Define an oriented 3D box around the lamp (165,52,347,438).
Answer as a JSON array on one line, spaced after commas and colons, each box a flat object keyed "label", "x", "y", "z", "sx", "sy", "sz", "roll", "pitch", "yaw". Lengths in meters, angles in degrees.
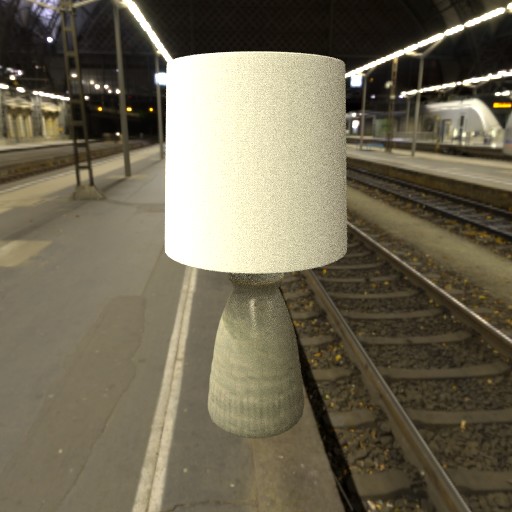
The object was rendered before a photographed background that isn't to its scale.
[{"label": "lamp", "x": 0.000, "y": 0.000, "z": 0.466, "sx": 0.186, "sy": 0.369, "sz": 0.186, "roll": 0, "pitch": 16, "yaw": 0}]
